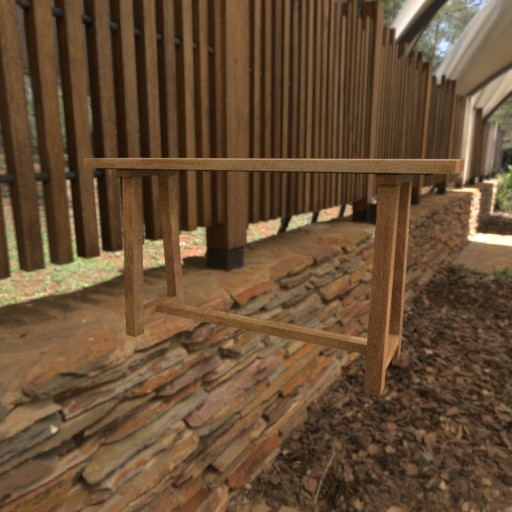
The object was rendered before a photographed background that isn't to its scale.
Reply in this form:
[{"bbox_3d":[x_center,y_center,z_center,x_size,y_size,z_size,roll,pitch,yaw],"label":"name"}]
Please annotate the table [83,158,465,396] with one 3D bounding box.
[{"bbox_3d":[0.000,0.000,1.892,1.524,0.810,0.405,7,14,27],"label":"table"}]
